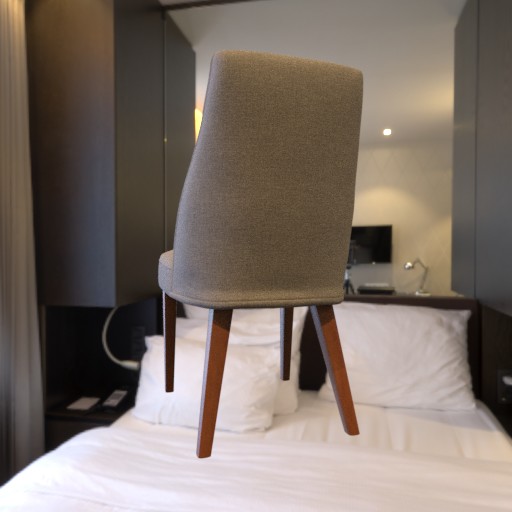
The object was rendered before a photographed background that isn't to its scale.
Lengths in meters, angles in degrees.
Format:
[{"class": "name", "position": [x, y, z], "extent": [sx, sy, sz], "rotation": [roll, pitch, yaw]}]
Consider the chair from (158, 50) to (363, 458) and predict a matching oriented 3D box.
[{"class": "chair", "position": [0.000, 0.000, 1.288], "extent": [0.500, 0.930, 0.620], "rotation": [0, 1, -18]}]
